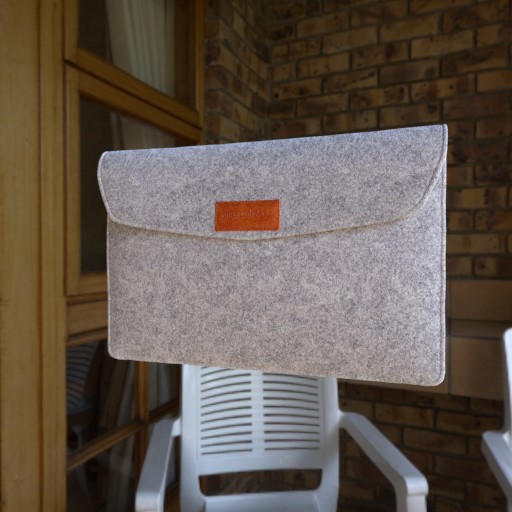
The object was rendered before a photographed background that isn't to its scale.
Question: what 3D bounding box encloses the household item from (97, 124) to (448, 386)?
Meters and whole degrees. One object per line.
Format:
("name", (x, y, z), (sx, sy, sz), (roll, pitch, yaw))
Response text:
("household item", (0.000, 0.000, 0.424), (0.335, 0.221, 0.057), (0, 1, 18))
